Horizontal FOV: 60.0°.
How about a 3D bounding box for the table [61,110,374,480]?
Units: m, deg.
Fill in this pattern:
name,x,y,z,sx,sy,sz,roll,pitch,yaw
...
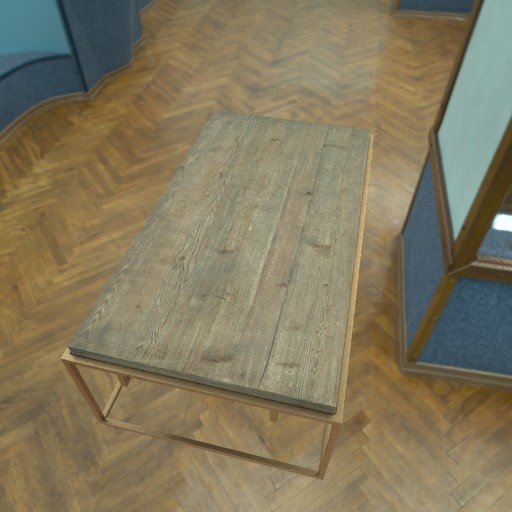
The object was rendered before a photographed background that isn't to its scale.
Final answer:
name,x,y,z,sx,sy,sz,roll,pitch,yaw
table,0.000,0.000,1.768,0.775,0.468,1.387,10,47,9
